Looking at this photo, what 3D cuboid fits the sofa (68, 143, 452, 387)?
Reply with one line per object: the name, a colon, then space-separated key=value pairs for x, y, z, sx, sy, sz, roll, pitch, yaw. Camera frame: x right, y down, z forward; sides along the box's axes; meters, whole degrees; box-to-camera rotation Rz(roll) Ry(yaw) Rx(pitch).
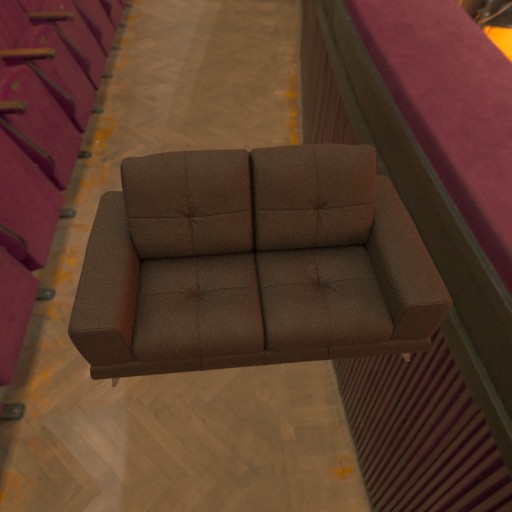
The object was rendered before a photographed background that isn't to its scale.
sofa: x=0.000 y=0.000 z=2.404 sx=1.806 sy=0.907 sz=1.018 roll=-4 pitch=47 yaw=-4
